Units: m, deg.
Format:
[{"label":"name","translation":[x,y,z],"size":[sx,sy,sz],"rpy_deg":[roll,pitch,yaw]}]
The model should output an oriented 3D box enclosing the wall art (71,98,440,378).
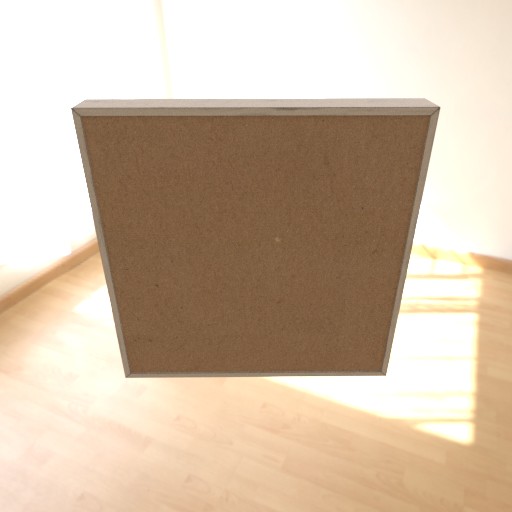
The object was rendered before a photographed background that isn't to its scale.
[{"label":"wall art","translation":[0.000,0.000,0.458],"size":[0.305,0.305,0.038],"rpy_deg":[0,30,0]}]
